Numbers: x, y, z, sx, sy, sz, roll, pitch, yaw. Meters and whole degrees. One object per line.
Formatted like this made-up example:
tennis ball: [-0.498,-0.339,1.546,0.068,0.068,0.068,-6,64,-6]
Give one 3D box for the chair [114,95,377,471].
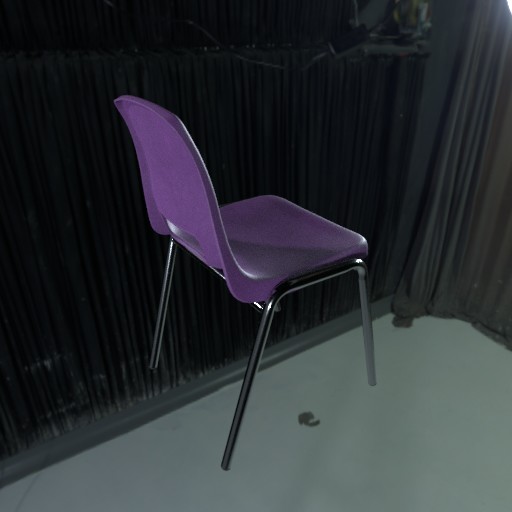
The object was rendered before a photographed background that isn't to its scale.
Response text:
chair: [0.000,0.000,0.907,0.432,0.654,0.381,-19,34,-31]
